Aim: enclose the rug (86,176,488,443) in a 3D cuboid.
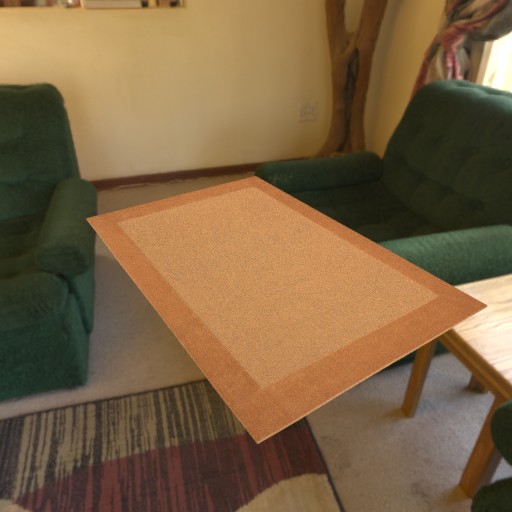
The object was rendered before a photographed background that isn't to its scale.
[{"bbox_3d":[0.000,0.000,2.299,1.219,0.014,1.829,-20,37,-28],"label":"rug"}]
